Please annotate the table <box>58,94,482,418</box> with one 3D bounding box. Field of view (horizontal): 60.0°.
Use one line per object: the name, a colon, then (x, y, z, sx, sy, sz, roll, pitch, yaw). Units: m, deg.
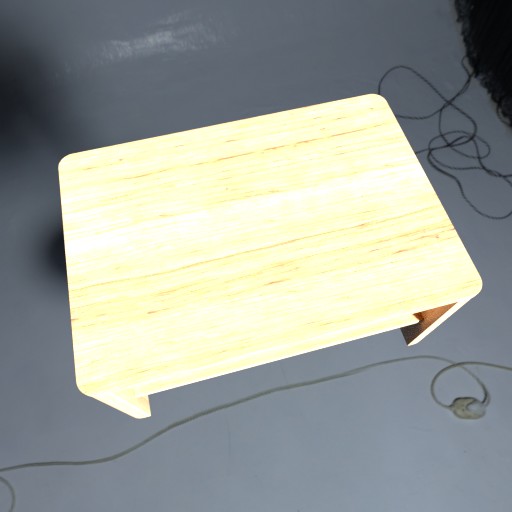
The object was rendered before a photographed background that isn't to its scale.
table: (0.000, 0.000, 1.379, 0.997, 0.445, 0.696, -13, 64, -7)
